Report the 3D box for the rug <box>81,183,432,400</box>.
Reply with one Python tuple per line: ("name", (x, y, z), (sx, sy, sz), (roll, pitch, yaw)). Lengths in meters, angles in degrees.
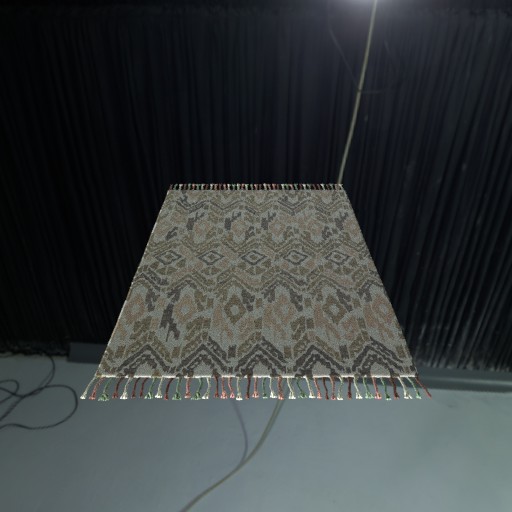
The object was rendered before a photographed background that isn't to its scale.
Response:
("rug", (0.000, 0.000, 2.296), (1.219, 0.008, 1.829), (0, 33, 0))
